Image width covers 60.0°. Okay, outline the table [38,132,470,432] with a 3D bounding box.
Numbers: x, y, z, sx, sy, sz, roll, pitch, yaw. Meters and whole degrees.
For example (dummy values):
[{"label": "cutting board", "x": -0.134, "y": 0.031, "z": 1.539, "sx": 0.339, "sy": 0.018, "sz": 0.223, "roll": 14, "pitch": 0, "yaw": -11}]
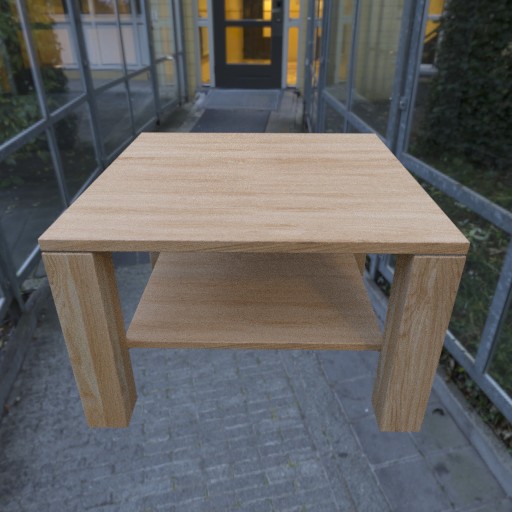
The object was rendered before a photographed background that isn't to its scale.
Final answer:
[{"label": "table", "x": 0.000, "y": 0.000, "z": 1.130, "sx": 0.700, "sy": 0.450, "sz": 0.700, "roll": 0, "pitch": 29, "yaw": 1}]
